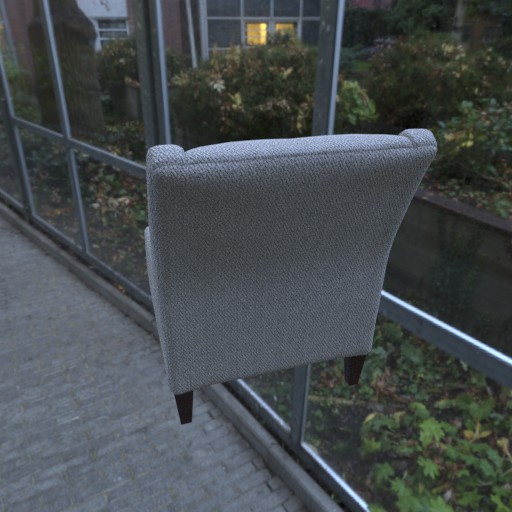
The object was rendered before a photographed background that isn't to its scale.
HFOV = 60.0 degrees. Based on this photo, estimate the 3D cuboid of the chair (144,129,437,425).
[{"bbox_3d":[0.000,0.000,1.641,0.774,1.014,0.870,-8,27,-15],"label":"chair"}]
